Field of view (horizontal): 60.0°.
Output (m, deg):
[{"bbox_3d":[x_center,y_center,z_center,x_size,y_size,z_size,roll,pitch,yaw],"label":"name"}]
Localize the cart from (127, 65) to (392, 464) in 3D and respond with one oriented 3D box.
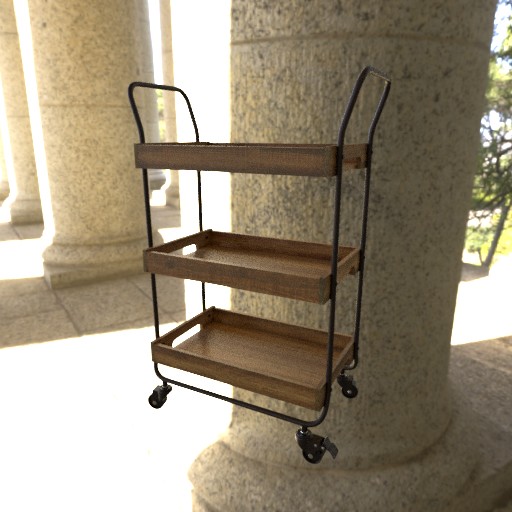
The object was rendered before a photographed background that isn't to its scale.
[{"bbox_3d":[0.000,0.000,1.146,0.583,0.857,0.339,8,17,27],"label":"cart"}]
